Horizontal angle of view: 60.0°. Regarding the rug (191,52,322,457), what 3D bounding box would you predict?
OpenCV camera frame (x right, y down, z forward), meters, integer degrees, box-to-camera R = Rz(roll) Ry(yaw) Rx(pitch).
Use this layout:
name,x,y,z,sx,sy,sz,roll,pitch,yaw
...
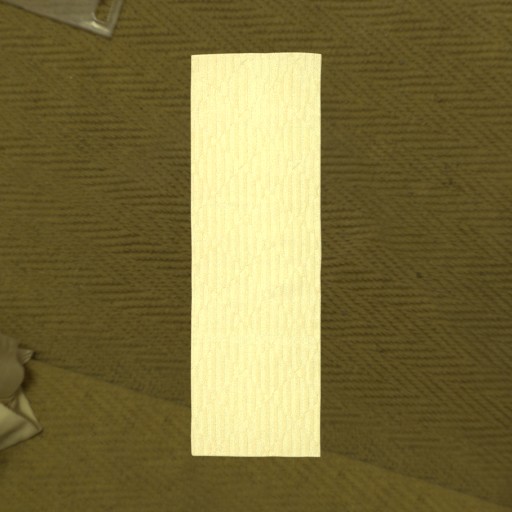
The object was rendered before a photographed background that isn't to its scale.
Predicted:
name,x,y,z,sx,sy,sz,roll,pitch,yaw
rug,0.000,0.000,2.688,0.793,0.014,2.450,0,91,0
